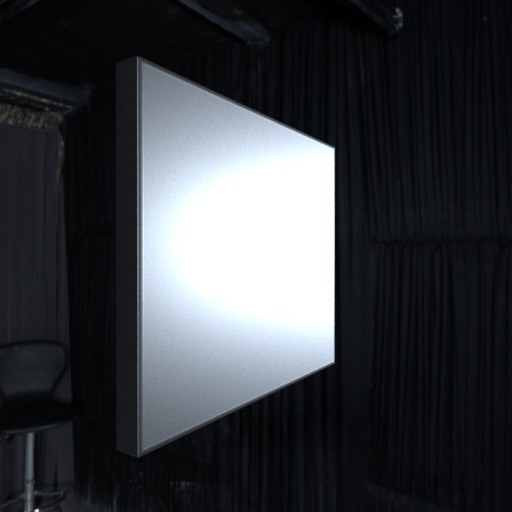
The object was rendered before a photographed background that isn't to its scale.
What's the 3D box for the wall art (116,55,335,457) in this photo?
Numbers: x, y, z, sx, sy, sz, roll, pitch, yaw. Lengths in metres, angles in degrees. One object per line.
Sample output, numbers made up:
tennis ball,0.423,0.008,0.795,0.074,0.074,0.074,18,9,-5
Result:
wall art,0.000,0.000,0.527,0.028,0.330,0.380,0,0,35
